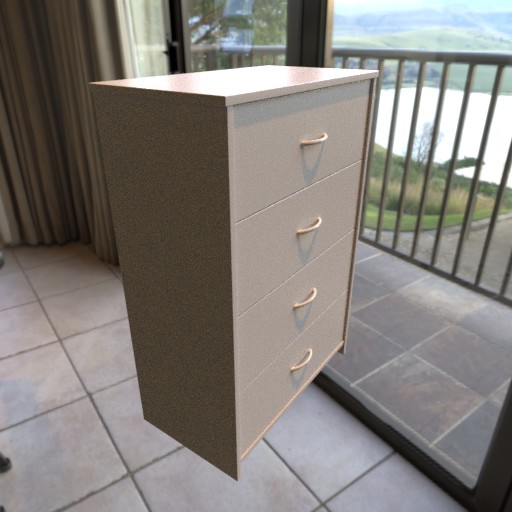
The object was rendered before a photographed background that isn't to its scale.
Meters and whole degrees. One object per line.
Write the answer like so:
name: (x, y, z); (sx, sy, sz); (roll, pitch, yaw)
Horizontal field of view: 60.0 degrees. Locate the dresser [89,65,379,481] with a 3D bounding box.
dresser: (0.000, 0.000, 1.353); (0.401, 1.021, 0.704); (18, 32, 31)
